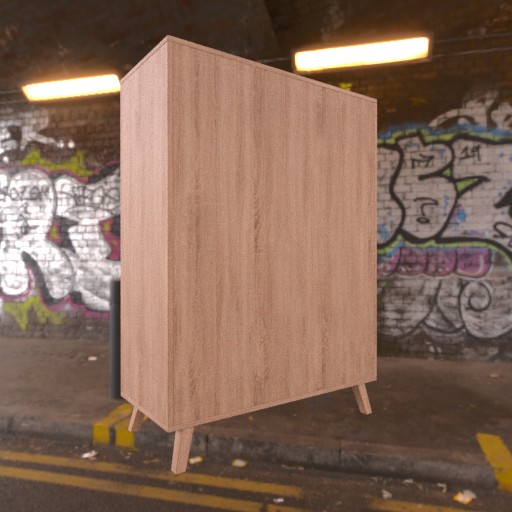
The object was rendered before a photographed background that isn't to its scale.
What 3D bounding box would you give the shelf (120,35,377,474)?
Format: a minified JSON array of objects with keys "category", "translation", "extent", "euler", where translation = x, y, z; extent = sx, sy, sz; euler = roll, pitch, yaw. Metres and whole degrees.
[{"category":"shelf","translation":[0.000,0.000,1.864],"extent":[1.000,1.390,0.450],"euler":[0,0,-36]}]
